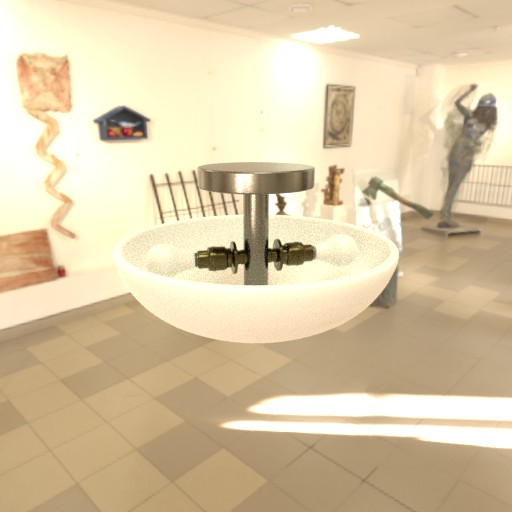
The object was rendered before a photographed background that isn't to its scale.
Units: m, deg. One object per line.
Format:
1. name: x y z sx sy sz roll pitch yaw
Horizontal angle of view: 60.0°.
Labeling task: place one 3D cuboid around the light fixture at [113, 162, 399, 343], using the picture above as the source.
1. light fixture: 0.000 0.000 0.539 0.330 0.214 0.330 0 16 0
